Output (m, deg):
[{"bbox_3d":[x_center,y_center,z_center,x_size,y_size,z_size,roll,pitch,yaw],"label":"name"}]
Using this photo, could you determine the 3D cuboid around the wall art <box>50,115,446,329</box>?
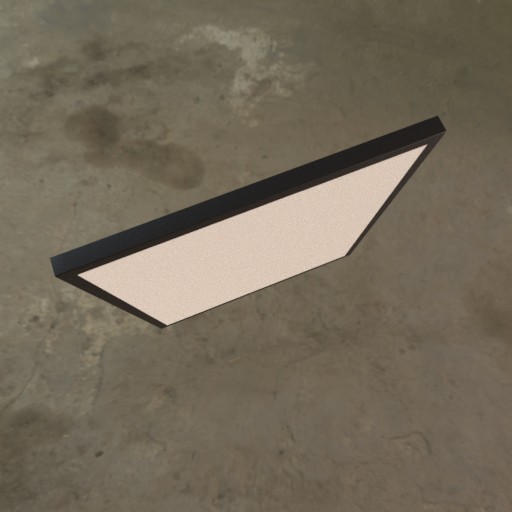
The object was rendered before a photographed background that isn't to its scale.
[{"bbox_3d":[0.000,0.000,0.700,0.430,0.509,0.021,-21,76,-5],"label":"wall art"}]
